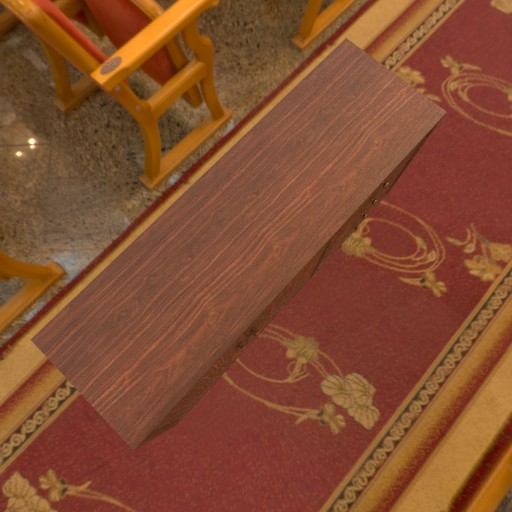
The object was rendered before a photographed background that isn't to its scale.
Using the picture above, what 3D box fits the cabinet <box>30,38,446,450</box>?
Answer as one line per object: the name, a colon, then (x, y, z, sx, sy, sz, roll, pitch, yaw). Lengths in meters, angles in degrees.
cabinet: (0.000, 0.000, 1.976, 0.505, 0.940, 1.575, 42, 79, 10)
